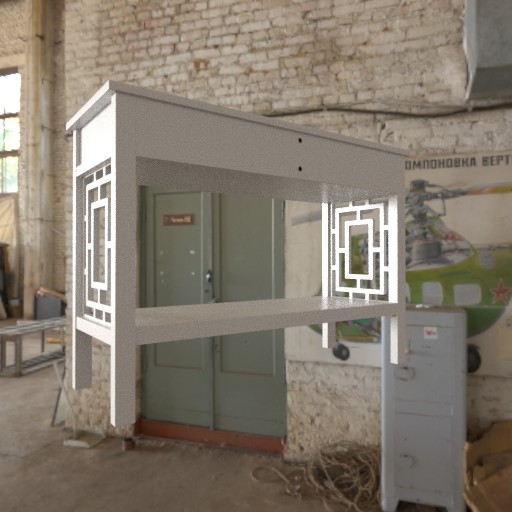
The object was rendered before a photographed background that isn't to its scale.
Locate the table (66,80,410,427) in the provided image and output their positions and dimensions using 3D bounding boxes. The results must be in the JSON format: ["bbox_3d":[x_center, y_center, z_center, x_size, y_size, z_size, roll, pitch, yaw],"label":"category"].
[{"bbox_3d":[0.000,0.000,1.424,1.068,0.753,0.397,0,-1,-36],"label":"table"}]
